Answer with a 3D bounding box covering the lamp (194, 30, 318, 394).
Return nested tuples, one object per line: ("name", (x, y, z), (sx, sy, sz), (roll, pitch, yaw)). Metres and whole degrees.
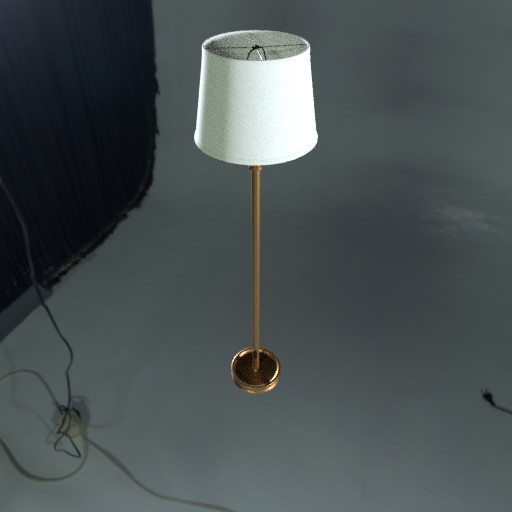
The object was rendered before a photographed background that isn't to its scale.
("lamp", (0.000, 0.000, 0.796), (0.178, 0.710, 0.178), (0, 41, 0))
